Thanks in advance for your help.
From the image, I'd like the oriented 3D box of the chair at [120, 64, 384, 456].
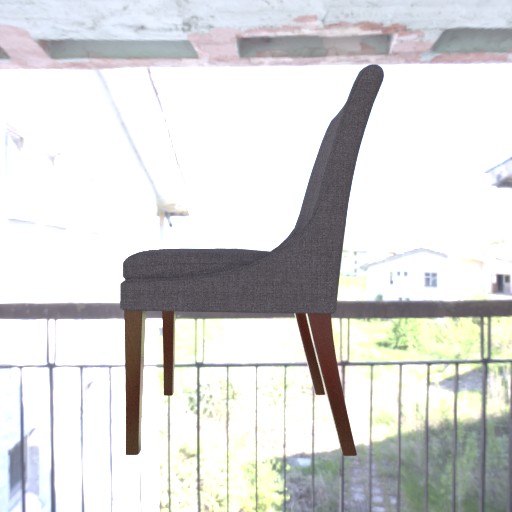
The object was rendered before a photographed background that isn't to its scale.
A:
[{"bbox_3d":[0.000,0.000,1.298,0.655,0.952,0.508,0,0,0],"label":"chair"}]
